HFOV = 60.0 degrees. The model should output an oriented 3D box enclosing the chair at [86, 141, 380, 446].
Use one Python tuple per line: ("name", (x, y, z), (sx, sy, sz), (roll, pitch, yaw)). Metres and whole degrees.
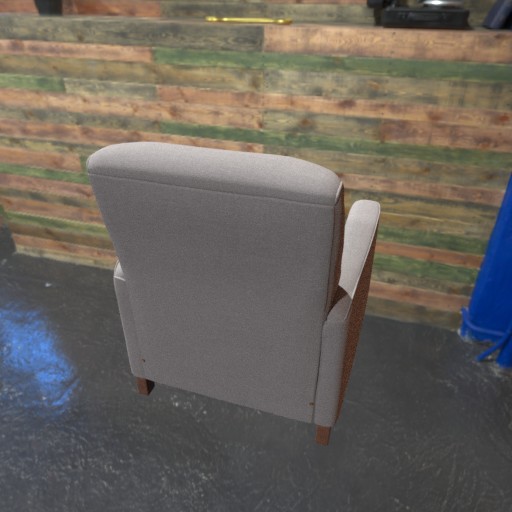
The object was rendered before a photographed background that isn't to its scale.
("chair", (0.000, 0.000, 1.658), (0.845, 1.023, 0.859), (10, 33, 15))
